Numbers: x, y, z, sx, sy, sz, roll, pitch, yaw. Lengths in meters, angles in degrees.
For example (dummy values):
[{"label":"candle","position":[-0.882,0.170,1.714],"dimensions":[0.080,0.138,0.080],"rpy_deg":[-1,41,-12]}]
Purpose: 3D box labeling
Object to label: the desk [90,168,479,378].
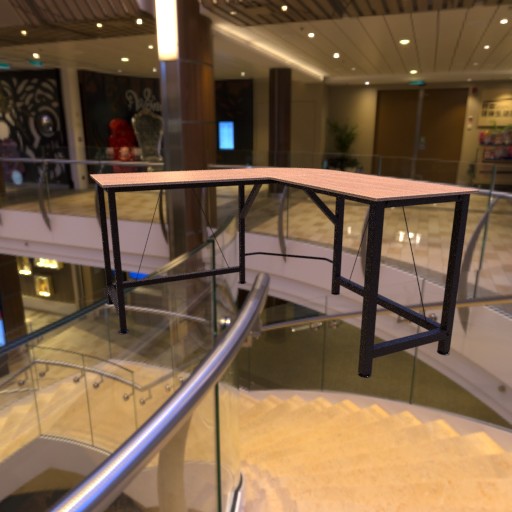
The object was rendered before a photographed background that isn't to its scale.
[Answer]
[{"label":"desk","position":[0.000,0.000,2.275],"dimensions":[1.400,0.762,1.400],"rpy_deg":[-7,17,-24]}]
